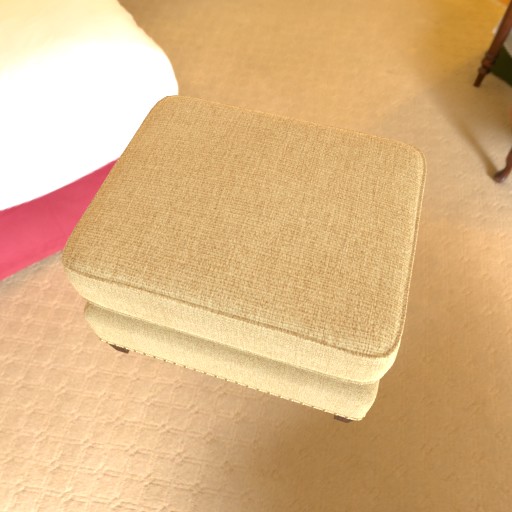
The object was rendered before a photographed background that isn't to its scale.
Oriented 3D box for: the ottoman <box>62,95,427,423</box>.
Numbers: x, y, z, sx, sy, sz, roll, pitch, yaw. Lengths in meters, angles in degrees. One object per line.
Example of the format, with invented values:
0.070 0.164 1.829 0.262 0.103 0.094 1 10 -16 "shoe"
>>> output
0.000 0.000 1.160 0.738 0.537 0.589 15 60 9 "ottoman"
